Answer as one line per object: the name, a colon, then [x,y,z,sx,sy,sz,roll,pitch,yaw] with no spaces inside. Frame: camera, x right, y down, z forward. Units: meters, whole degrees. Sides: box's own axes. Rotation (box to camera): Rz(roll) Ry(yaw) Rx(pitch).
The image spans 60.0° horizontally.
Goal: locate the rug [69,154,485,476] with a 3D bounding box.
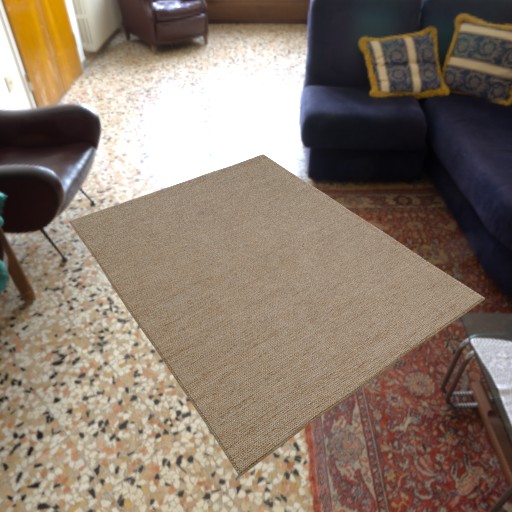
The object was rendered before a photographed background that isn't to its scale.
rug: [0.000,0.000,3.997,2.406,0.012,3.034,-25,47,-26]
